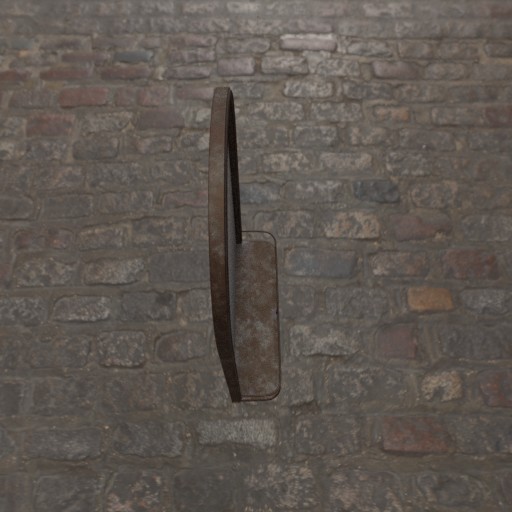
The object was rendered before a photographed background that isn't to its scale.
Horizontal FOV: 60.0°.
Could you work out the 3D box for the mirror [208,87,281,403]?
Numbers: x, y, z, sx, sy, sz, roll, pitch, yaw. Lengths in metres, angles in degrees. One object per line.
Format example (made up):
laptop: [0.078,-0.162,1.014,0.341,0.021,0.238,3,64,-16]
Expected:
mirror: [0.000,0.000,0.993,0.137,0.770,0.510,-1,63,0]
